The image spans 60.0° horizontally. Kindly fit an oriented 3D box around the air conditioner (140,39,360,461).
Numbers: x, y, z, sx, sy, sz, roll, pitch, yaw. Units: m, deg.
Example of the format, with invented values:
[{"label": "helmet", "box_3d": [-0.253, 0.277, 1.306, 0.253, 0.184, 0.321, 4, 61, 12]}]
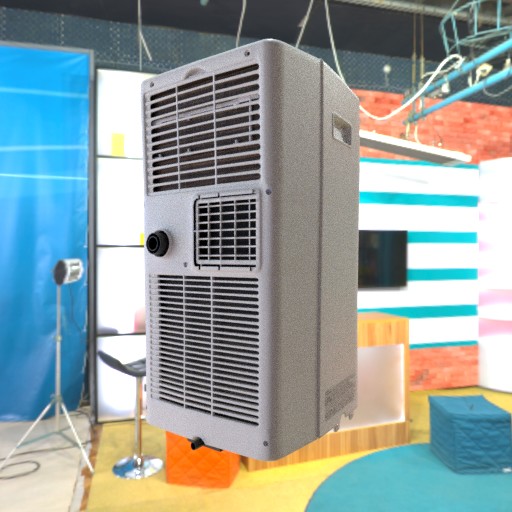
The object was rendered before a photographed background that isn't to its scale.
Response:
[{"label": "air conditioner", "box_3d": [0.000, 0.000, 0.796, 0.304, 0.606, 0.349, 0, 0, 35]}]
